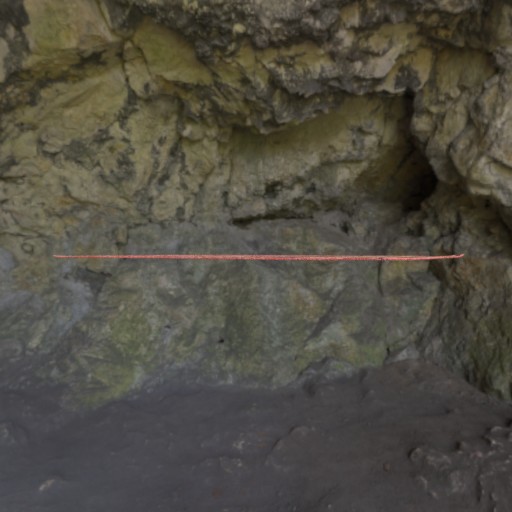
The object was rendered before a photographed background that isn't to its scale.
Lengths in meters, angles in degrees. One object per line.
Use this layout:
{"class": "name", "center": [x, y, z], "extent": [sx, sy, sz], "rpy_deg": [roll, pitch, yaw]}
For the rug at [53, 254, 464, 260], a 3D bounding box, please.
{"class": "rug", "center": [0.000, 0.000, 2.944], "extent": [2.286, 0.026, 1.521], "rpy_deg": [0, 1, 35]}
